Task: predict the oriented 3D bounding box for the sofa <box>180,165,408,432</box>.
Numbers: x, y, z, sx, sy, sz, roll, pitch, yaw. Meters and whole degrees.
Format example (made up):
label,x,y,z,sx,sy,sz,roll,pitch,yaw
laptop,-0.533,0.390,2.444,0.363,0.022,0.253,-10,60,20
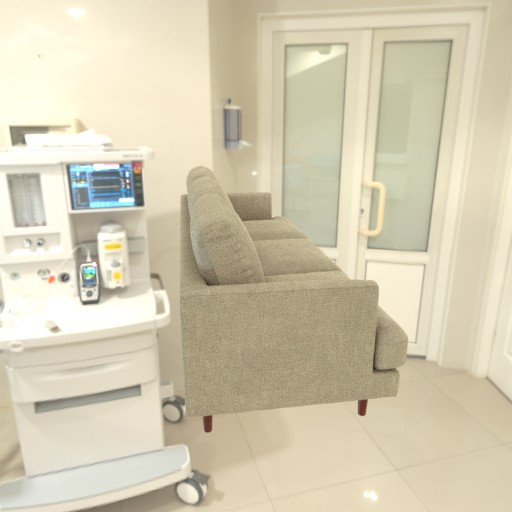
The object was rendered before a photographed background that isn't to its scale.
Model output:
label,x,y,z,sx,sy,sz,roll,pitch,yaw
sofa,0.000,0.000,2.727,0.903,0.930,2.246,-3,17,-9
